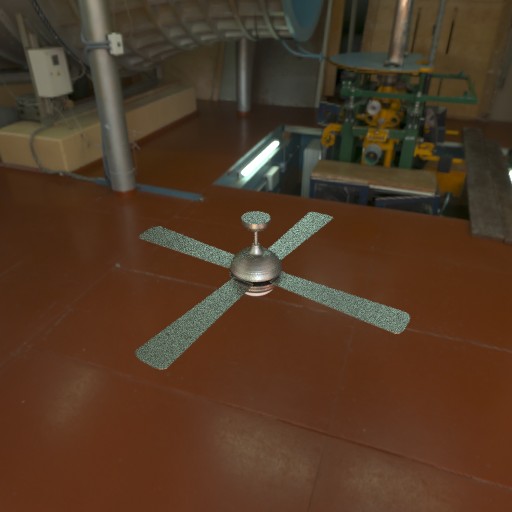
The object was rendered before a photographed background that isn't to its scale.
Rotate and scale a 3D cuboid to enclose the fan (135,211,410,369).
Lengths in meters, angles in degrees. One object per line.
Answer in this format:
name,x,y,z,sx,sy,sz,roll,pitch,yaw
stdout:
fan,0.000,0.000,1.977,1.321,0.381,1.321,-21,37,-30
